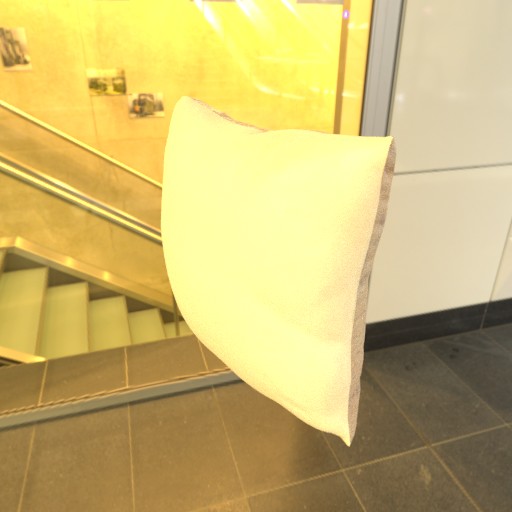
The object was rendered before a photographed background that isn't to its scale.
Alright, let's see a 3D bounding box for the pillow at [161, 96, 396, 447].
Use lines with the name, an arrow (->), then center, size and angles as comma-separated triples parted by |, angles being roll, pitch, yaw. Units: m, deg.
pillow -> 0.000, 0.000, 0.710 | 0.245, 0.448, 0.450 | -18, 31, -32
